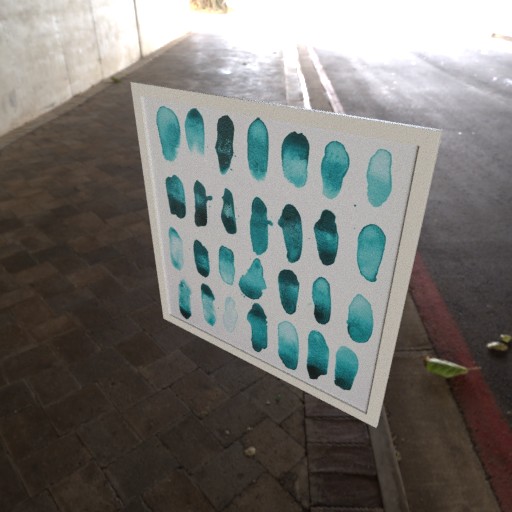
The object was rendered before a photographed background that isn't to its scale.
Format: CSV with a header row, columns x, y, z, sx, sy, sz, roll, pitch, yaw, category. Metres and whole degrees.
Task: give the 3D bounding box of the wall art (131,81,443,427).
x,y,z,sx,sy,sz,roll,pitch,yaw,category
0.000,0.000,1.204,0.812,0.813,0.013,20,37,29,wall art
